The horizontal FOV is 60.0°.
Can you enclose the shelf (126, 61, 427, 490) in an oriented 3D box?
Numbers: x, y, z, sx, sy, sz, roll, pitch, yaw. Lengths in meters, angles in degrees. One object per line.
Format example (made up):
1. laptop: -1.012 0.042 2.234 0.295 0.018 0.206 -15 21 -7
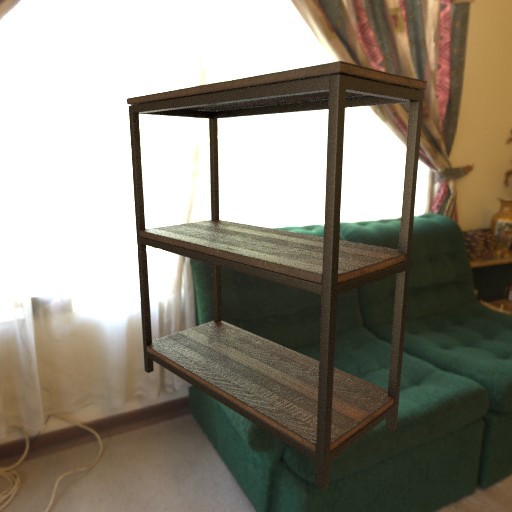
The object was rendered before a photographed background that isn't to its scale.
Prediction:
1. shelf: 0.000 0.000 1.346 0.352 0.947 0.822 -12 18 -42
